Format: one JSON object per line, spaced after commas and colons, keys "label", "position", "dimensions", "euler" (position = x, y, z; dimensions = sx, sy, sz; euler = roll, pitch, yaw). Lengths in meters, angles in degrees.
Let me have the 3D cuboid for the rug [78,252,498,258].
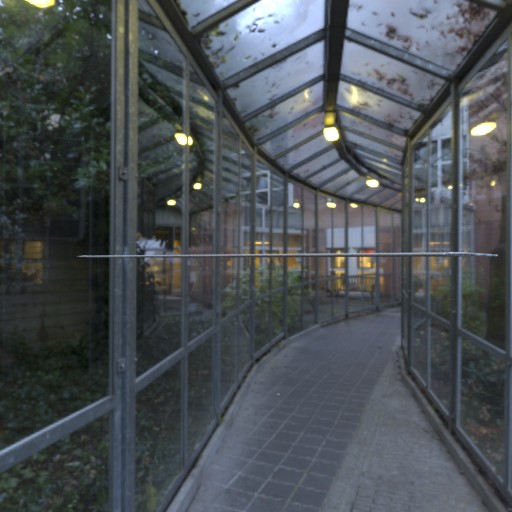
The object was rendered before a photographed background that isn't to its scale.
{"label": "rug", "position": [0.000, 0.000, 2.625], "dimensions": [2.449, 0.011, 0.774], "euler": [0, -1, 35]}
